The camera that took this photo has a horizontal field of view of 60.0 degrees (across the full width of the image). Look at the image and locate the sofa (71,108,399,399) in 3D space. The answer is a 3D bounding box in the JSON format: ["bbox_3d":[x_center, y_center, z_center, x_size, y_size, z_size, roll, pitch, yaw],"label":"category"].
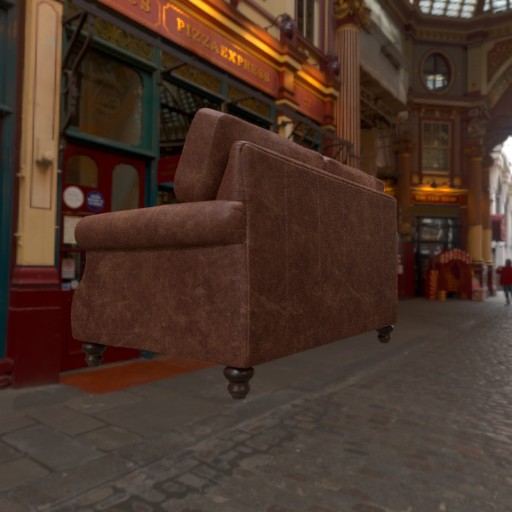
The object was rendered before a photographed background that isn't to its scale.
[{"bbox_3d":[0.000,0.000,2.249,0.990,0.967,1.616,-1,-2,36],"label":"sofa"}]
